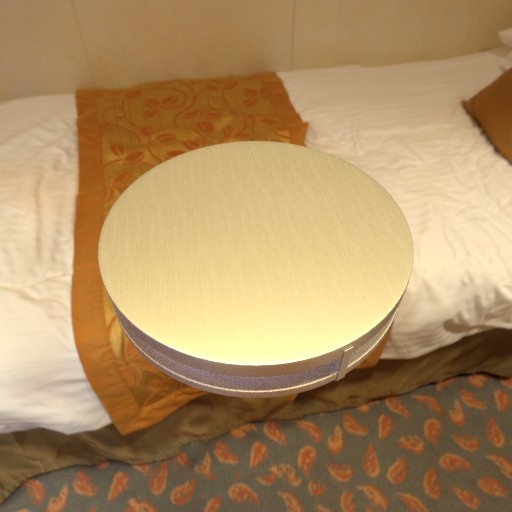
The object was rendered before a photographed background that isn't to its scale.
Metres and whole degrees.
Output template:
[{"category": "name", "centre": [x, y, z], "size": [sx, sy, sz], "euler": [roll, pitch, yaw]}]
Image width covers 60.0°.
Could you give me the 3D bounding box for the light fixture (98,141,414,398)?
[{"category": "light fixture", "centre": [0.000, 0.000, 0.547], "size": [0.356, 0.102, 0.356], "euler": [0, 47, 0]}]
